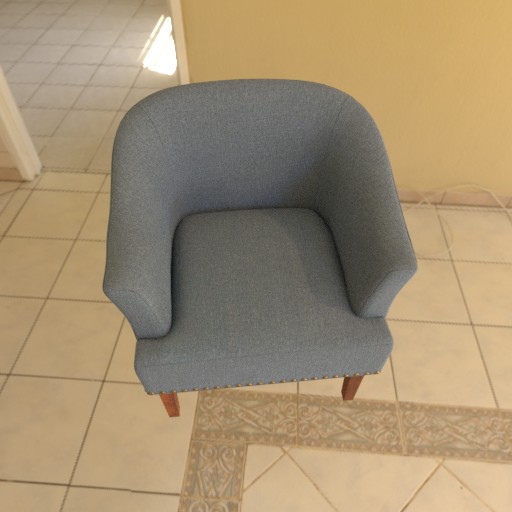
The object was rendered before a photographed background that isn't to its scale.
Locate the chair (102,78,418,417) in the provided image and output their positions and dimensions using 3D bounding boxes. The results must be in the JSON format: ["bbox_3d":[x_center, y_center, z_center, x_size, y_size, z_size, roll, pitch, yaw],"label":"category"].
[{"bbox_3d":[0.000,0.000,1.387,0.798,0.815,0.704,-4,48,-4],"label":"chair"}]
